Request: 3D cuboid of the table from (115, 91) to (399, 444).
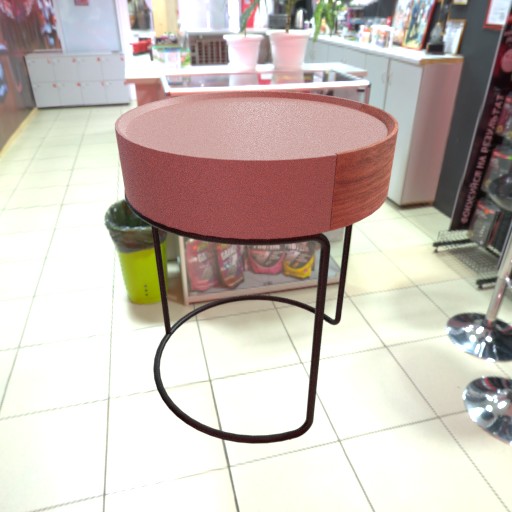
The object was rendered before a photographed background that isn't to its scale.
[{"bbox_3d":[0.000,0.000,0.859,0.450,0.530,0.450,0,31,0],"label":"table"}]
